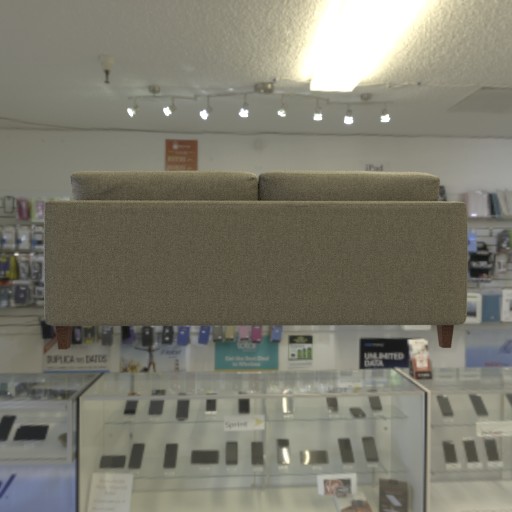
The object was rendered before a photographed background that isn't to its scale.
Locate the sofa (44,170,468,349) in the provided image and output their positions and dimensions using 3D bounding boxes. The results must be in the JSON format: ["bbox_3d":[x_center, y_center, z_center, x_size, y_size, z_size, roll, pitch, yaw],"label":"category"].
[{"bbox_3d":[0.000,0.000,2.739,2.208,0.960,0.956,0,0,-1],"label":"sofa"}]
